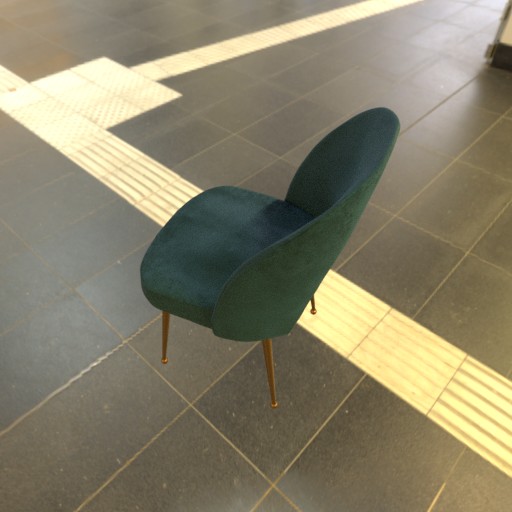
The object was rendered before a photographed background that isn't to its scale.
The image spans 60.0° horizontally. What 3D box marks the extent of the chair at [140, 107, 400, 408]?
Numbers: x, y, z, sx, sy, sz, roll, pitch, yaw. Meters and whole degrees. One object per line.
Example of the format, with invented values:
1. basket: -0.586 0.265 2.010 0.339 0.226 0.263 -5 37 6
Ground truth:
1. chair: 0.000 0.000 1.232 0.577 0.860 0.527 17 48 16
